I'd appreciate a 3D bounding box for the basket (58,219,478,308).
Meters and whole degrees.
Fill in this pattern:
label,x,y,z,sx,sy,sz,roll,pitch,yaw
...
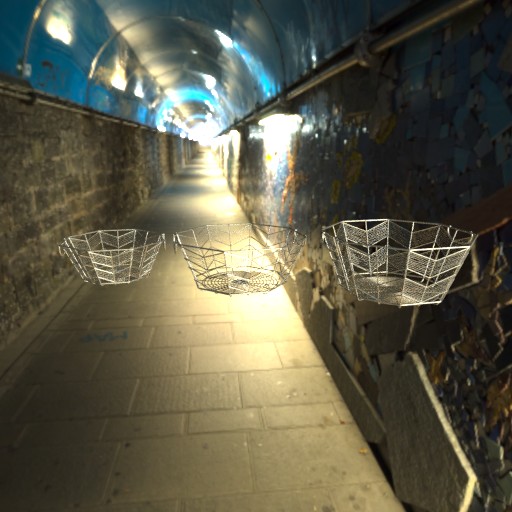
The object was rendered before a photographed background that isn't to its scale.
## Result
label,x,y,z,sx,sy,sz,roll,pitch,yaw
basket,0.000,0.000,1.347,1.246,0.178,0.432,2,15,9
